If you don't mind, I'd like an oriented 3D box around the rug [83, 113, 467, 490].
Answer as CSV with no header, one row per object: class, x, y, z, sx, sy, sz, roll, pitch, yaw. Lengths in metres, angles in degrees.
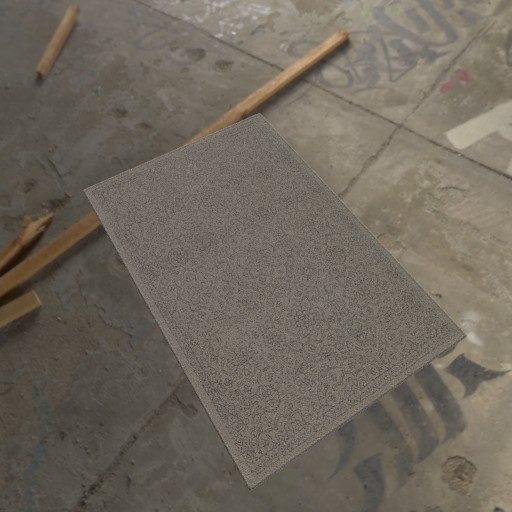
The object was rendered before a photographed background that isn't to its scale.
rug,0.000,0.000,2.335,1.219,0.010,1.829,-28,63,-16
